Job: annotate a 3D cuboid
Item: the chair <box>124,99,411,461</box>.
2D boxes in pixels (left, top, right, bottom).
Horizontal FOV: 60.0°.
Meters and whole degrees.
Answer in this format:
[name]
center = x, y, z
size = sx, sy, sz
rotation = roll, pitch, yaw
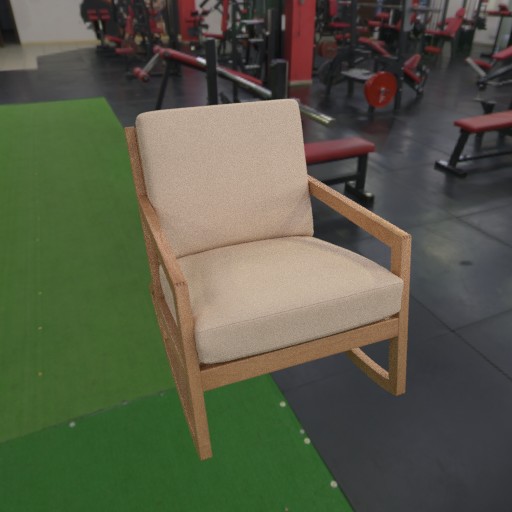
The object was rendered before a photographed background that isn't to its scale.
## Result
[chair]
center = 0.000, 0.000, 1.404
size = 0.622, 0.790, 0.857
rotation = -11, 34, -17
